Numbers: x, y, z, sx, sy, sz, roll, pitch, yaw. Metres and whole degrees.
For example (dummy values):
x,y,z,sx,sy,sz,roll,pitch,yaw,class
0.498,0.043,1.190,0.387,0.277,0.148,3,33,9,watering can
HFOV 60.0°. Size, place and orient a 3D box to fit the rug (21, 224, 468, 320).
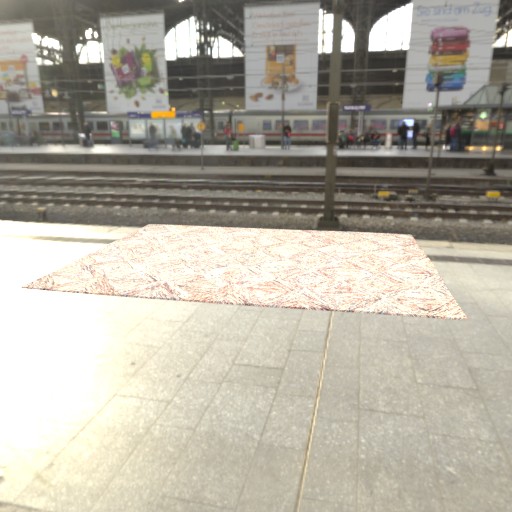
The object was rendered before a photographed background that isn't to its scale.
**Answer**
x,y,z,sx,sy,sz,roll,pitch,yaw,class
0.000,0.000,4.235,3.226,0.024,2.436,3,16,10,rug
